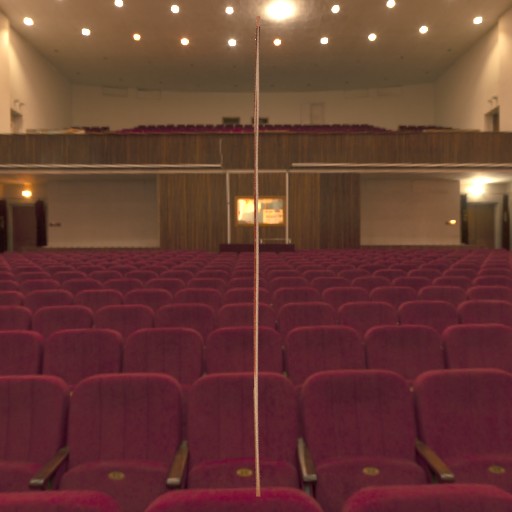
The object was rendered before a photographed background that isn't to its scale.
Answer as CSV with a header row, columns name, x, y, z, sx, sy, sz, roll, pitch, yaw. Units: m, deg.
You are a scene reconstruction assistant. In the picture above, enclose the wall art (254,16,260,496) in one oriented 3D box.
name,x,y,z,sx,sy,sz,roll,pitch,yaw
wall art,0.000,0.000,1.914,0.019,1.527,1.019,0,0,-1
